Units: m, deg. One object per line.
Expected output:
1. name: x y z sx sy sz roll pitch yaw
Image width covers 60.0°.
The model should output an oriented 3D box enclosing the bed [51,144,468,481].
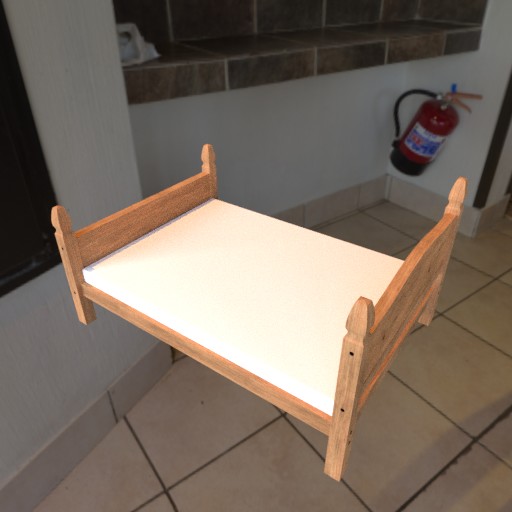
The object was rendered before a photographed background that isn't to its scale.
1. bed: 0.000 0.000 2.898 2.069 1.100 1.490 21 38 29
